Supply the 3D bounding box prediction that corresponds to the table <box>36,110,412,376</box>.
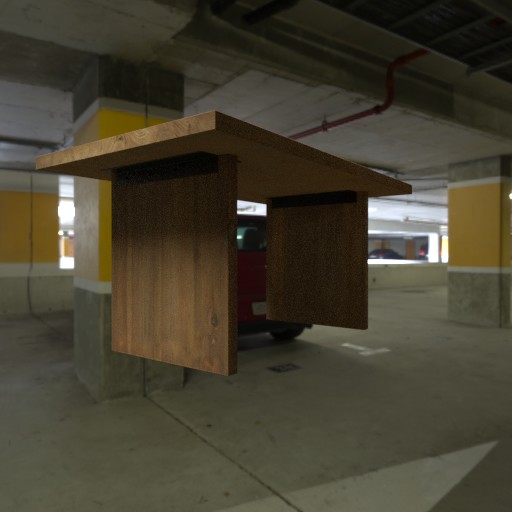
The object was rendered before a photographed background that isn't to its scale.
[{"bbox_3d":[0.000,0.000,2.093,0.946,0.780,1.609,0,0,37],"label":"table"}]
